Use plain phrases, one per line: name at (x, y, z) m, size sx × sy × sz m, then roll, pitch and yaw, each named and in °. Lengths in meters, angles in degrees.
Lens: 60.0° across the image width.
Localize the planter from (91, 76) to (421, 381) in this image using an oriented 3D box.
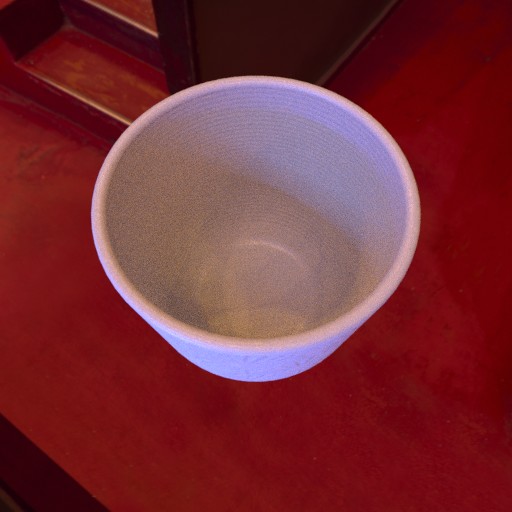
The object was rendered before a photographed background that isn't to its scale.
planter at (0.000, 0.000, 0.297) m, size 0.170 × 0.152 × 0.170 m, roll 0°, pitch 64°, yaw 0°
